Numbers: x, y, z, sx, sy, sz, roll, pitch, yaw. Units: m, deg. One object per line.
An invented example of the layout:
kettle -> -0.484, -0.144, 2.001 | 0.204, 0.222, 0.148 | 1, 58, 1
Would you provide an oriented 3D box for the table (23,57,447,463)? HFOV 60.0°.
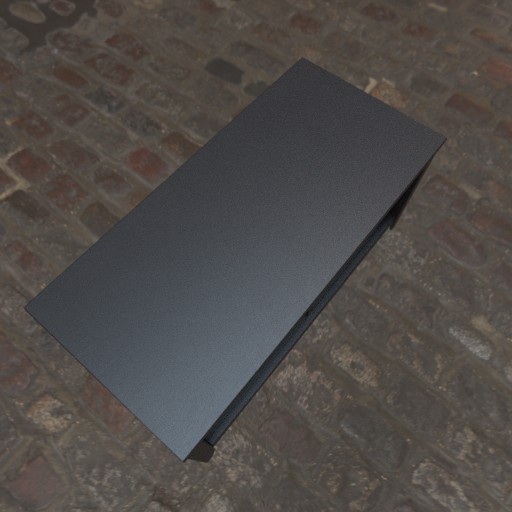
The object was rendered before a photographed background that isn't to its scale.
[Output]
table -> 0.000, 0.000, 1.278 | 0.483, 0.457, 1.016 | 37, 69, 16
